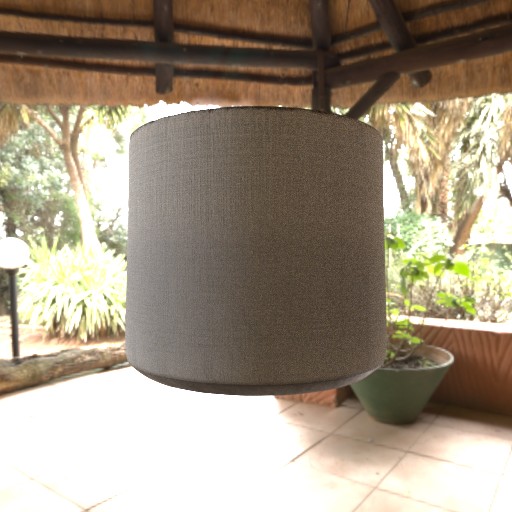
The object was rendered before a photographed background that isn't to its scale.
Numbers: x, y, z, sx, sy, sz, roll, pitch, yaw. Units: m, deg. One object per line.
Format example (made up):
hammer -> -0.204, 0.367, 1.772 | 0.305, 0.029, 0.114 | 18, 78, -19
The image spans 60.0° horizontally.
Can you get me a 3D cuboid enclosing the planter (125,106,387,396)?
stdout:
planter -> 0.000, 0.000, 0.449 | 0.254, 0.221, 0.254 | 0, -1, 0
